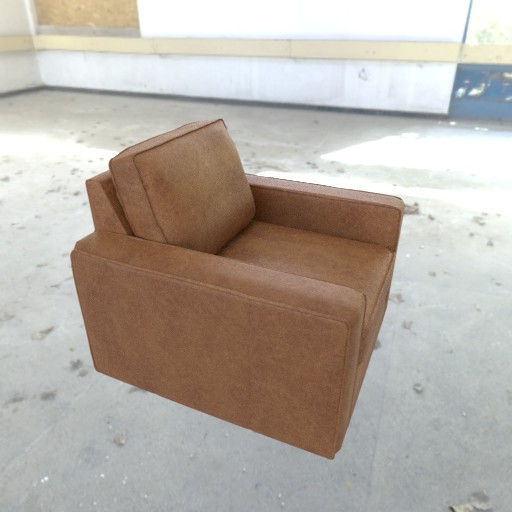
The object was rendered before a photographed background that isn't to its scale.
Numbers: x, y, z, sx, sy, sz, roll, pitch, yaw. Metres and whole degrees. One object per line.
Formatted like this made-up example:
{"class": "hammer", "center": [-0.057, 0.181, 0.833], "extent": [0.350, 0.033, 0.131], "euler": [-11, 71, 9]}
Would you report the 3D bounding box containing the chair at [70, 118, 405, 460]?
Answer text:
{"class": "chair", "center": [0.000, 0.000, 1.744], "extent": [1.027, 0.901, 0.987], "euler": [11, 31, 18]}
